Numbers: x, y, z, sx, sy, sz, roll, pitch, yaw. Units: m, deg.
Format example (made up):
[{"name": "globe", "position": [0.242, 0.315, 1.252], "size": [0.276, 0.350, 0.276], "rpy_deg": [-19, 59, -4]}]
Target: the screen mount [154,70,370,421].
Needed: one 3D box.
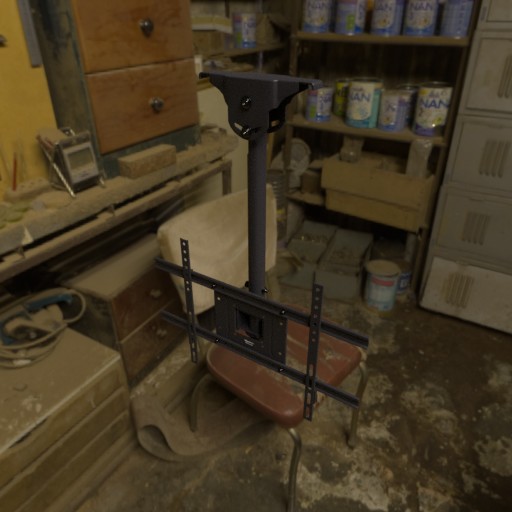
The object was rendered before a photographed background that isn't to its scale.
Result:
[{"name": "screen mount", "position": [0.000, 0.000, 1.022], "size": [0.595, 0.775, 0.090], "rpy_deg": [18, 34, 29]}]
